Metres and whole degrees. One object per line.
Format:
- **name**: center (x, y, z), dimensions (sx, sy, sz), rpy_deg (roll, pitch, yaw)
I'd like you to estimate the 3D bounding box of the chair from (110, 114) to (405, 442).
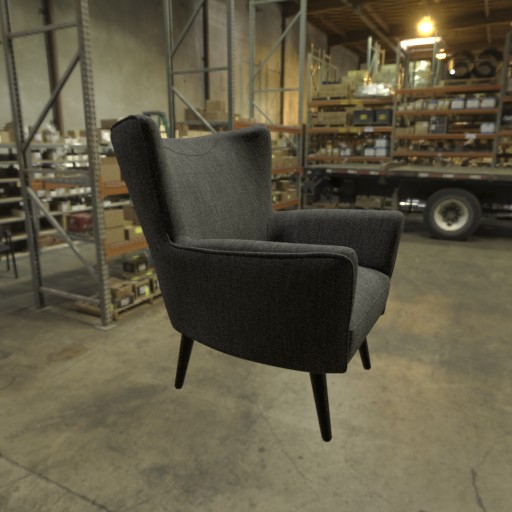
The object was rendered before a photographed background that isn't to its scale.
- **chair**: center (0.000, 0.000, 1.574), dimensions (0.888, 0.933, 0.781), rpy_deg (7, 16, 27)
